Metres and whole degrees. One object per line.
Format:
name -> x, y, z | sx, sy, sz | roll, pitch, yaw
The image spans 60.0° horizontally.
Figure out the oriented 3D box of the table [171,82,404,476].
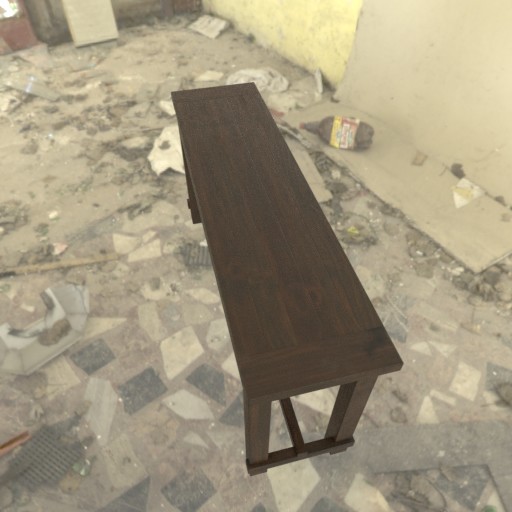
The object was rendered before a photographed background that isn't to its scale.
table -> 0.000, 0.000, 1.911 | 0.442, 0.762, 1.599 | -10, 48, -10
